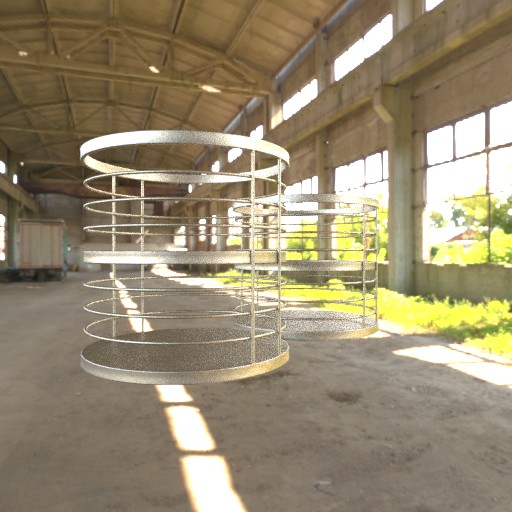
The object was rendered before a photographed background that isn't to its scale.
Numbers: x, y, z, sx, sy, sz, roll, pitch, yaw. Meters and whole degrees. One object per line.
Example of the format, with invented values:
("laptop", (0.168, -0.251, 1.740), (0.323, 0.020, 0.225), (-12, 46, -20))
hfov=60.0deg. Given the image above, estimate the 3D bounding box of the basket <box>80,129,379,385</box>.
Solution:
("basket", (0.000, 0.000, 0.938), (0.356, 0.351, 0.746), (0, 0, 38))
